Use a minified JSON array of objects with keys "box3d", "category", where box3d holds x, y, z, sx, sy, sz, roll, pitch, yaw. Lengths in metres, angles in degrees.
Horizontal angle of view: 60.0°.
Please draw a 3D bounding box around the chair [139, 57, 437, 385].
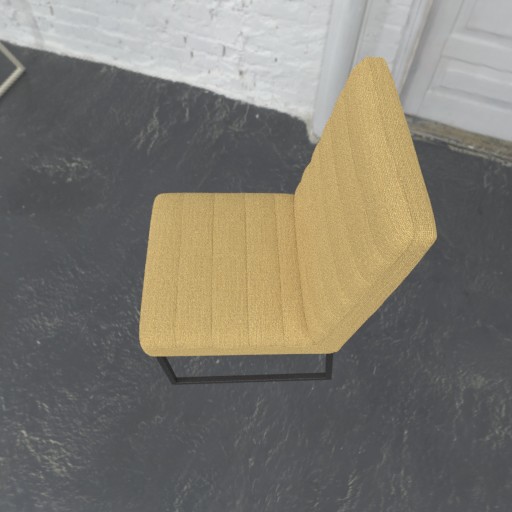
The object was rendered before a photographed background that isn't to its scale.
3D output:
[{"box3d":[0.000,0.000,1.267,0.634,0.930,0.520,-2,59,-1],"category":"chair"}]
